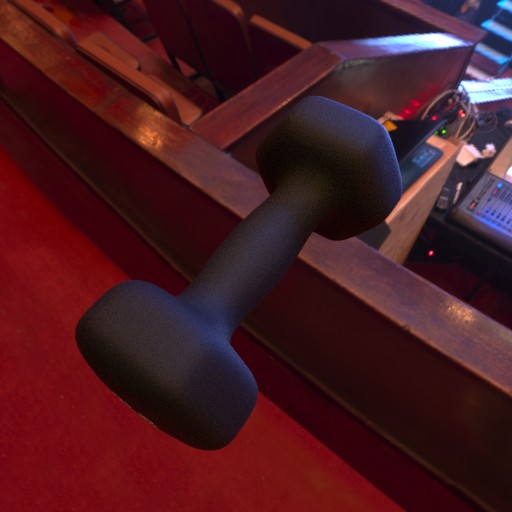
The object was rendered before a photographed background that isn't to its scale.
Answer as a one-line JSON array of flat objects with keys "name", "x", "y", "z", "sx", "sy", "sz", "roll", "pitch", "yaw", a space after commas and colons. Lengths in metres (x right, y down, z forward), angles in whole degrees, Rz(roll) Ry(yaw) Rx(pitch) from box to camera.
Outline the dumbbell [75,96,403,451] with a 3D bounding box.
[{"name": "dumbbell", "x": 0.000, "y": 0.000, "z": 0.285, "sx": 0.112, "sy": 0.101, "sz": 0.231, "roll": 32, "pitch": 63, "yaw": 18}]
